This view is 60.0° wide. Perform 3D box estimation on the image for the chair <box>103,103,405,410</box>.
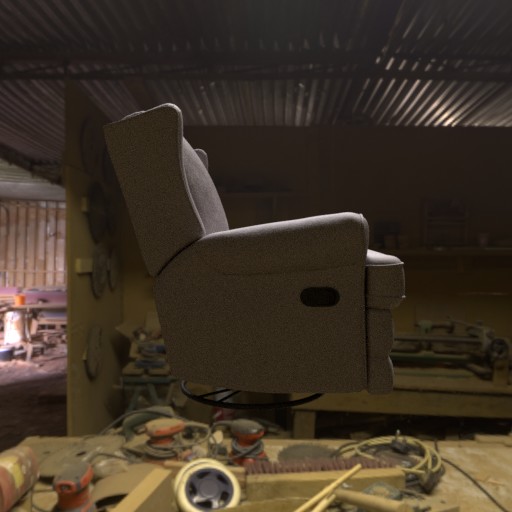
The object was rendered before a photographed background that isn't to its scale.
[{"bbox_3d":[0.000,0.000,1.730,0.969,1.011,0.847,0,0,1],"label":"chair"}]
